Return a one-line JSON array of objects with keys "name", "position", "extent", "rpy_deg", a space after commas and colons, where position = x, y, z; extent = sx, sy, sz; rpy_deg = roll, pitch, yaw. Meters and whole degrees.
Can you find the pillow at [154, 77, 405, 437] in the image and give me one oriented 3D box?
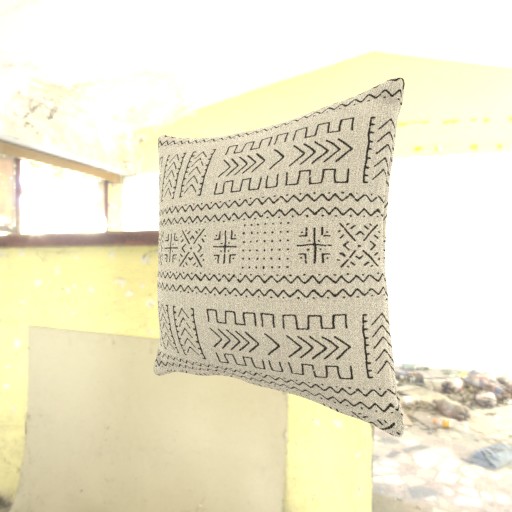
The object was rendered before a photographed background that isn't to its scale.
[{"name": "pillow", "position": [0.000, 0.000, 0.655], "extent": [0.438, 0.430, 0.164], "rpy_deg": [0, 0, 36]}]
